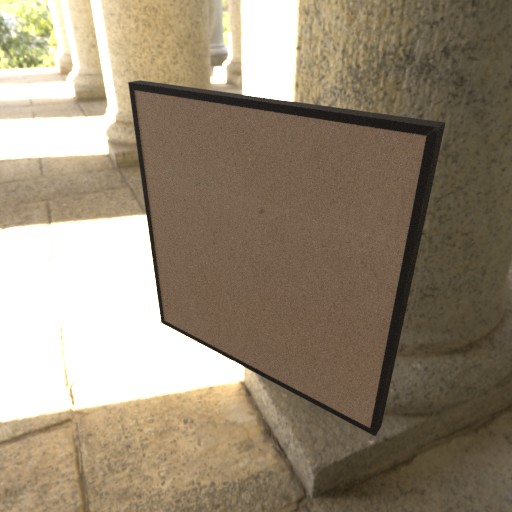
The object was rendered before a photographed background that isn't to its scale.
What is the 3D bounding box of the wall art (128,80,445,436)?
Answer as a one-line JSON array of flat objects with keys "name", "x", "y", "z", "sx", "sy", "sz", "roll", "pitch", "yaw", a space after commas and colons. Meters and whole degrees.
[{"name": "wall art", "x": 0.000, "y": 0.000, "z": 1.119, "sx": 0.762, "sy": 0.762, "sz": 0.038, "roll": 20, "pitch": 36, "yaw": 31}]
